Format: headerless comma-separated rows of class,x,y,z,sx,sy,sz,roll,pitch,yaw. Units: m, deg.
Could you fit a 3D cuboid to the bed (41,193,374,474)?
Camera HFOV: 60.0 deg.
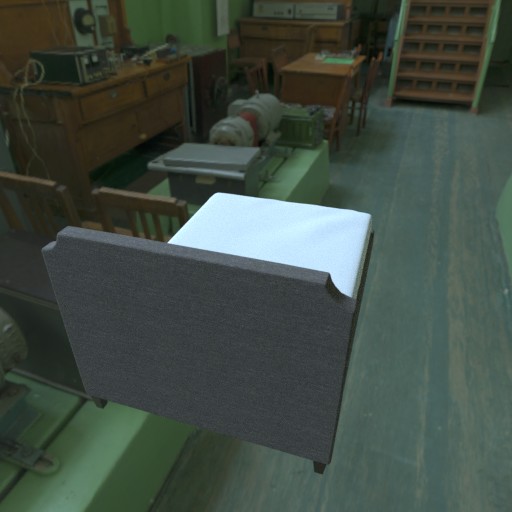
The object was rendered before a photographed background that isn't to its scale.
bed,0.000,0.000,3.479,1.713,1.457,2.381,10,34,15
